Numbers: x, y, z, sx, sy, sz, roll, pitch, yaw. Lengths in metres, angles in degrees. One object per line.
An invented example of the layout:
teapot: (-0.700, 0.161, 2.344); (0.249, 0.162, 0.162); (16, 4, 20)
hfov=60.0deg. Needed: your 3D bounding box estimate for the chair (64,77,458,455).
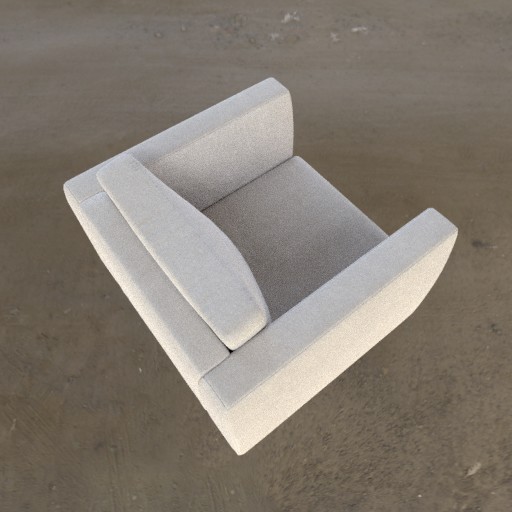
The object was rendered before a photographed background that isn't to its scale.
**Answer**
chair: (0.000, 0.000, 1.683); (0.930, 0.860, 1.000); (-34, 65, -18)
